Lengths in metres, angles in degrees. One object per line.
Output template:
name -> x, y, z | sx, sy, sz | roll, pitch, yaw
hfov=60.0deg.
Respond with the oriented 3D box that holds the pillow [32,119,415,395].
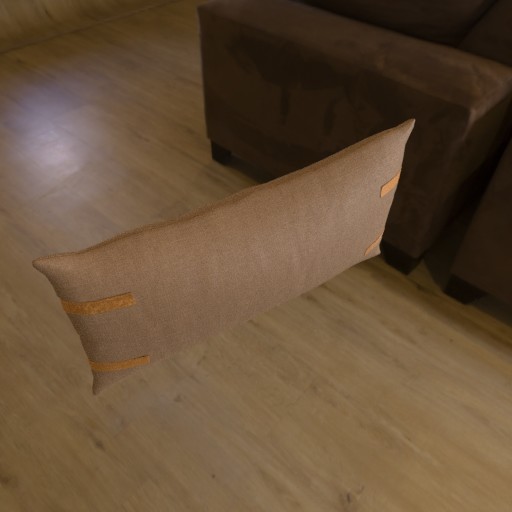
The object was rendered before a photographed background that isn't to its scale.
pillow -> 0.000, 0.000, 0.713 | 0.612, 0.308, 0.148 | -24, 50, -22
